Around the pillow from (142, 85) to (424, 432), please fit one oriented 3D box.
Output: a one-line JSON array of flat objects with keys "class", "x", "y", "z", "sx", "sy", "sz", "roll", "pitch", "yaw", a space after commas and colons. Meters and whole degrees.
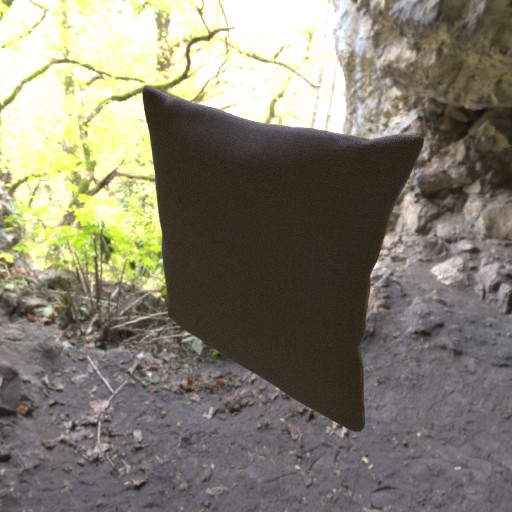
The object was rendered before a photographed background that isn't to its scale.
[{"class": "pillow", "x": 0.000, "y": 0.000, "z": 0.655, "sx": 0.429, "sy": 0.436, "sz": 0.159, "roll": 22, "pitch": 37, "yaw": 33}]
